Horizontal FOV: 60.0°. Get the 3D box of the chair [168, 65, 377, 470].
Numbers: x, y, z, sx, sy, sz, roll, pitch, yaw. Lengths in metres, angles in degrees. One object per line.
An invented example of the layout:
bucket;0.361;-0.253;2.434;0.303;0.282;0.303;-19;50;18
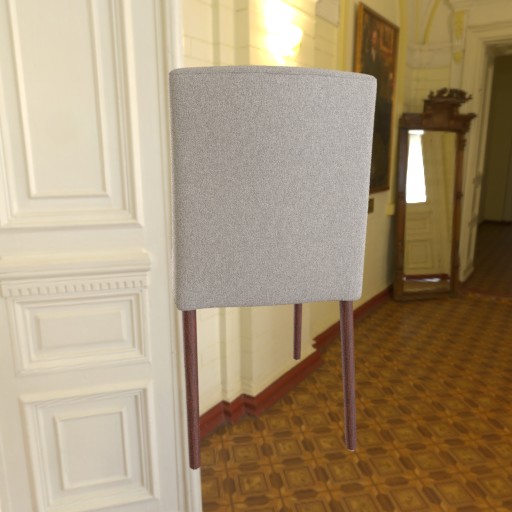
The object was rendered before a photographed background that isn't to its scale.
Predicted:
chair;0.000;0.000;1.196;0.456;0.859;0.570;-2;13;-10
